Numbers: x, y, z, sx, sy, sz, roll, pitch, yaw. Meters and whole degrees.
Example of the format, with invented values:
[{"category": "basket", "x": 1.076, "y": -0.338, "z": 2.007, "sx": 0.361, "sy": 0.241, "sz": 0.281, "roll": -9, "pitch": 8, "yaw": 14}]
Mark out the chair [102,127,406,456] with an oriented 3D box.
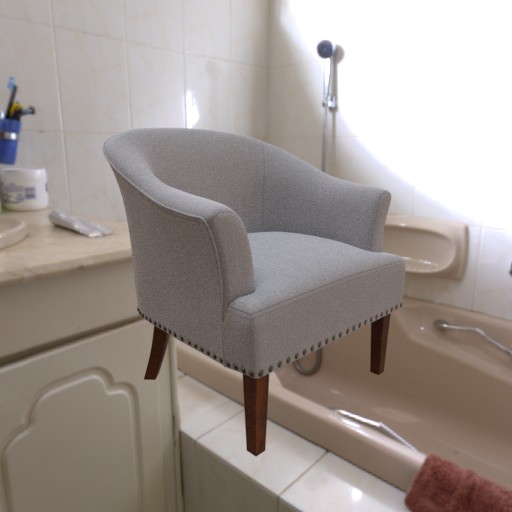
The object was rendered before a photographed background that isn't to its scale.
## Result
[{"category": "chair", "x": 0.000, "y": 0.000, "z": 1.431, "sx": 0.798, "sy": 0.815, "sz": 0.704, "roll": -13, "pitch": 19, "yaw": -43}]
